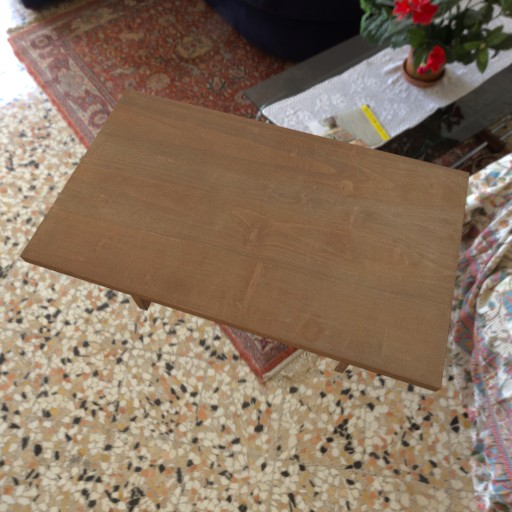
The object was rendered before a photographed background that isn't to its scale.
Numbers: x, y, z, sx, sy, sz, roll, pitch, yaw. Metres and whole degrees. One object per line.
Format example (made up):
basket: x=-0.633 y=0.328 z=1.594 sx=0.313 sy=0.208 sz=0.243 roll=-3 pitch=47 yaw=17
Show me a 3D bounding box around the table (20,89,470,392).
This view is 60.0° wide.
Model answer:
table: x=0.000 y=0.000 z=2.145 sx=1.609 sy=0.780 sz=0.946 roll=16 pitch=64 yaw=8
